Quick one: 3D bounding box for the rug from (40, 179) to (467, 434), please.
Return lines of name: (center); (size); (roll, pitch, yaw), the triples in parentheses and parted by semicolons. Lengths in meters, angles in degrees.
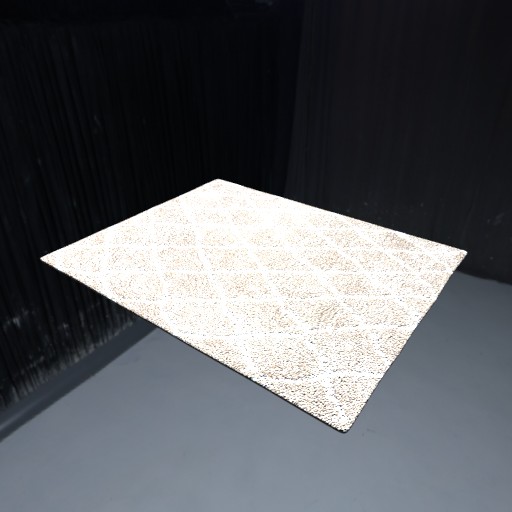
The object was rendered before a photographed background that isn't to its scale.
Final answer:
rug: (0.000, 0.000, 4.027); (3.047, 0.029, 2.438); (21, 37, 31)
